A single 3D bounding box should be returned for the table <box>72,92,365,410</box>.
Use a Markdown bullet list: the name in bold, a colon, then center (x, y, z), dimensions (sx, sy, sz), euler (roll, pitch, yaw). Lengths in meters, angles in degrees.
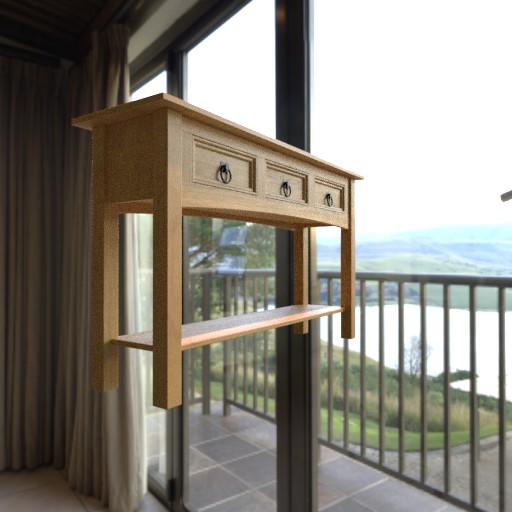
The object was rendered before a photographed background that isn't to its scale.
- **table**: center (0.000, 0.000, 1.600), dimensions (0.350, 0.730, 1.240), euler (0, 0, 35)
